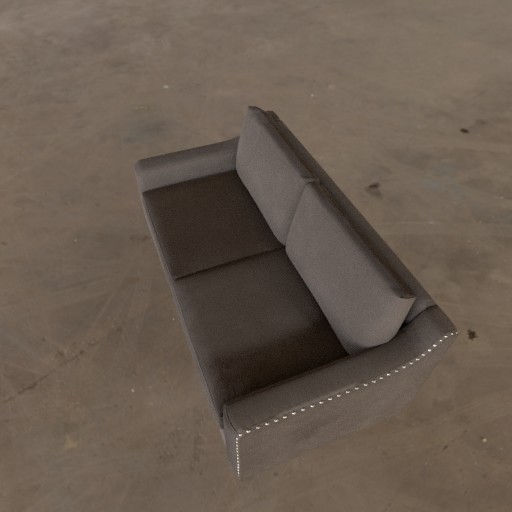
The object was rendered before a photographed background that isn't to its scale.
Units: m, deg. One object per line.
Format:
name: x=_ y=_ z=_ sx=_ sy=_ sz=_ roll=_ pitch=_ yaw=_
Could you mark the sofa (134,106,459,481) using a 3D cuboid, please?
sofa: x=0.000 y=0.000 z=3.288 sx=1.336 sy=1.196 sz=2.550 roll=-16 pitch=49 yaw=-15
